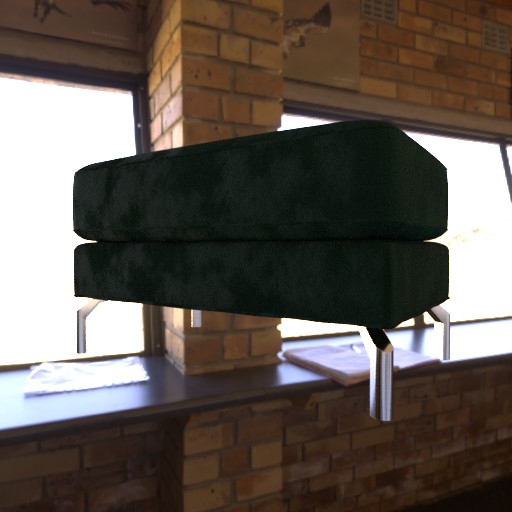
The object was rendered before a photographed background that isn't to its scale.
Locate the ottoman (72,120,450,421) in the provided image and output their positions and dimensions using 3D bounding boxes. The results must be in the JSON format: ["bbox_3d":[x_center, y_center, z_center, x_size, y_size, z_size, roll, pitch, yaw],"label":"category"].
[{"bbox_3d":[0.000,0.000,1.177,0.886,0.533,0.536,1,1,34],"label":"ottoman"}]
